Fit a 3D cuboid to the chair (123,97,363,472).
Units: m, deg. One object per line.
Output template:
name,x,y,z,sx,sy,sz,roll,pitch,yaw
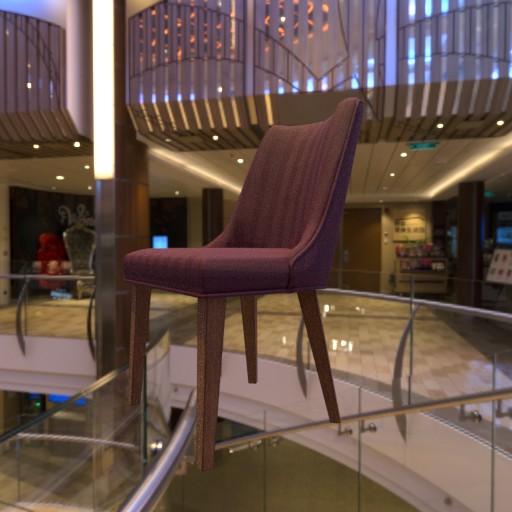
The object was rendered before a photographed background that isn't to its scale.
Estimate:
chair,0.000,0.000,1.327,0.638,0.916,0.548,-1,2,-34
